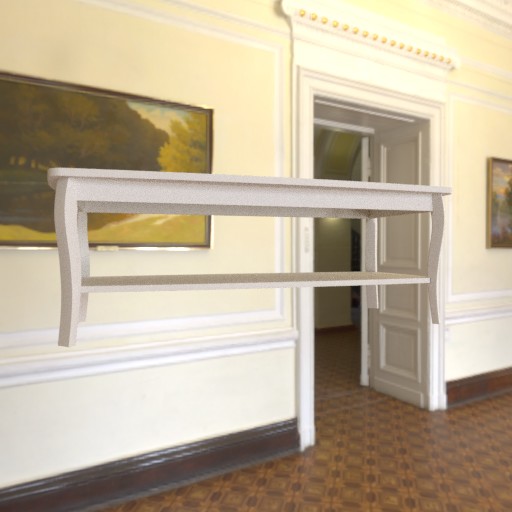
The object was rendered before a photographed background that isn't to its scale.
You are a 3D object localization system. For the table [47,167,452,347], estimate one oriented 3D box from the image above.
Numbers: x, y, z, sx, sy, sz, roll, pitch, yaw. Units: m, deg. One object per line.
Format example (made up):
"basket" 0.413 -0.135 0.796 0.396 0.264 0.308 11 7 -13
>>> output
"table" 0.000 0.000 1.578 1.334 0.474 0.561 0 1 -17
